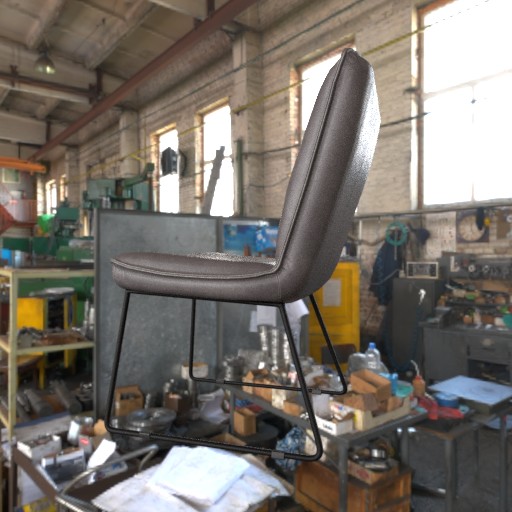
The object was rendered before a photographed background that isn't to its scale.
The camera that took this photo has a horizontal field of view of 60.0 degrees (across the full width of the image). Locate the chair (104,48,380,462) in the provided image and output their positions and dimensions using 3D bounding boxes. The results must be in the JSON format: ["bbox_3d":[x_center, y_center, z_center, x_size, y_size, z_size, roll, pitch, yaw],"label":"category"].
[{"bbox_3d":[0.000,0.000,1.300,0.688,0.932,0.515,0,0,18],"label":"chair"}]
